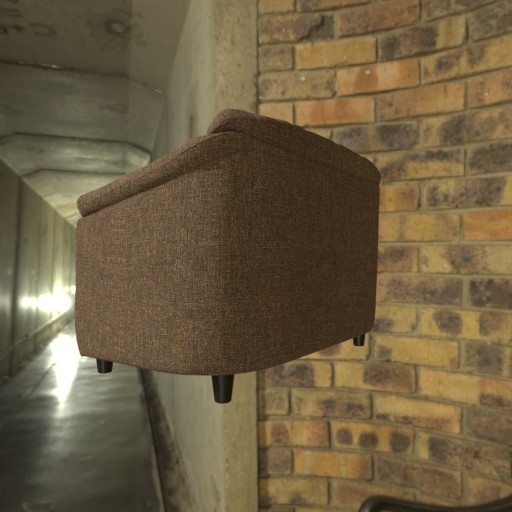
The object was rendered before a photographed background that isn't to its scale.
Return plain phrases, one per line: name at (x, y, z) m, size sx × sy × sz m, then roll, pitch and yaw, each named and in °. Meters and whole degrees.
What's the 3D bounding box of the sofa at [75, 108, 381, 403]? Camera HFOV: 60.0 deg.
sofa at (0.000, 0.000, 1.944) m, size 0.799 × 0.895 × 1.404 m, roll 0°, pitch 0°, yaw 36°
